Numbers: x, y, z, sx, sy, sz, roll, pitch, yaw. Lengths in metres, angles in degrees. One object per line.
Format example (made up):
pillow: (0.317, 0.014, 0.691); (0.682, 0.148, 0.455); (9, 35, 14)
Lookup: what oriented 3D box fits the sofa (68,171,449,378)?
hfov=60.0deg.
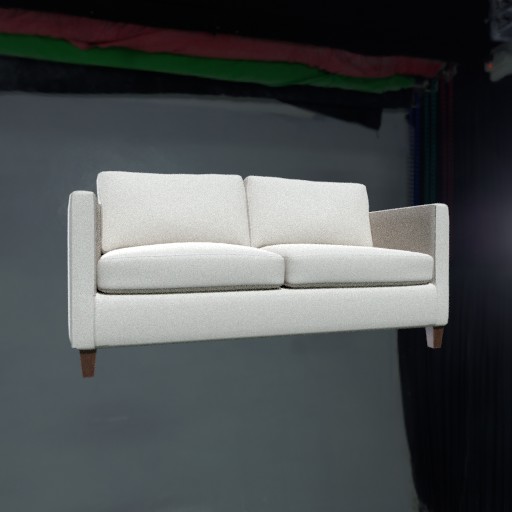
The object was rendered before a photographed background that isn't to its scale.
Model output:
sofa: (0.000, 0.000, 2.270); (1.722, 0.888, 0.873); (0, 1, -18)
